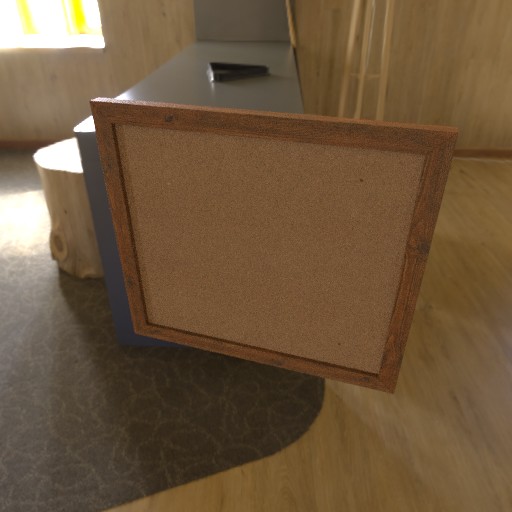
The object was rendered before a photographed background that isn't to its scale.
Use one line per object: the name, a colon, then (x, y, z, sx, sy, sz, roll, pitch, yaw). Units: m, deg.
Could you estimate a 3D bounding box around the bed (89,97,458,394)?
bed: (0.000, 0.000, 1.480, 1.046, 0.942, 0.046, 10, 34, 15)
